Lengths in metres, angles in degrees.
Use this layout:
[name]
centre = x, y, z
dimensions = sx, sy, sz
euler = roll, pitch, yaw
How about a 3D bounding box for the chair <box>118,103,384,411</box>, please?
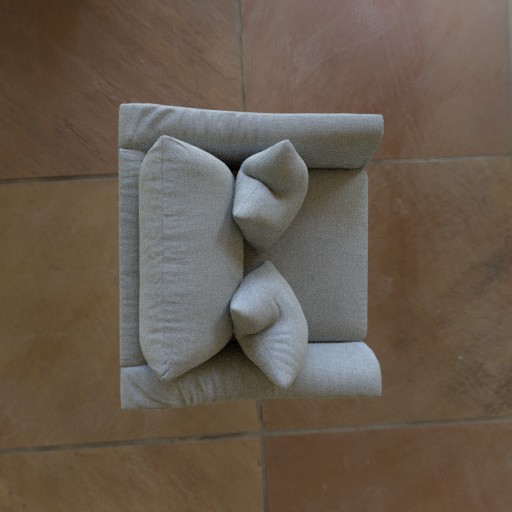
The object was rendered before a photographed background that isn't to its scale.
[chair]
centre = 0.000, 0.000, 2.039
dimensions = 1.071, 1.059, 1.194
euler = 0, 91, -1
